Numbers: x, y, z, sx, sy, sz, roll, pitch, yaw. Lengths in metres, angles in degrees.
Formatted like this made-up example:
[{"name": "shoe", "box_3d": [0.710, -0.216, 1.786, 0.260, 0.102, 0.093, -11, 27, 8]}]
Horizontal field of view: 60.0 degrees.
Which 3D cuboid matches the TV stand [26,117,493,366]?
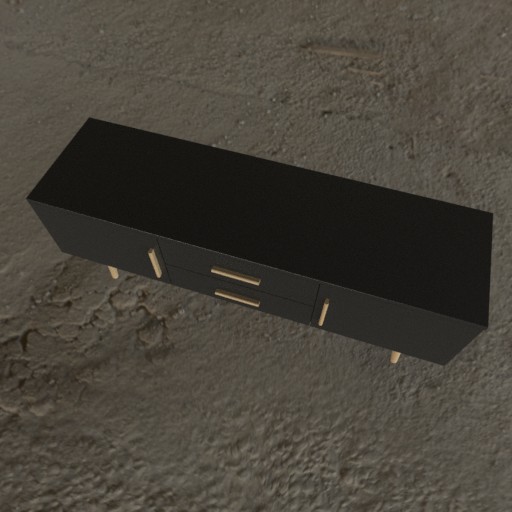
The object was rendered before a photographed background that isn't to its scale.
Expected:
[{"name": "TV stand", "box_3d": [0.000, 0.000, 1.503, 1.312, 0.518, 0.390, 15, 59, 10]}]
